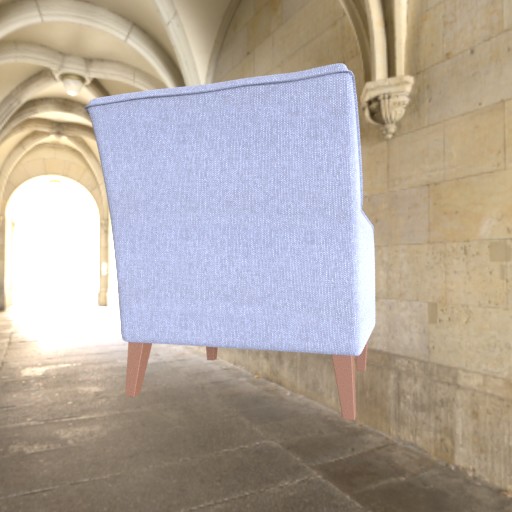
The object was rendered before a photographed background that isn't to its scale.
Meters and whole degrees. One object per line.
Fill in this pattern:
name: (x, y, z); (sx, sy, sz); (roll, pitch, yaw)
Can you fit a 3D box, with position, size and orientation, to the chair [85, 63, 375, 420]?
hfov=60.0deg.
chair: (0.000, 0.000, 1.572); (0.780, 0.919, 0.899); (-1, -2, 18)
